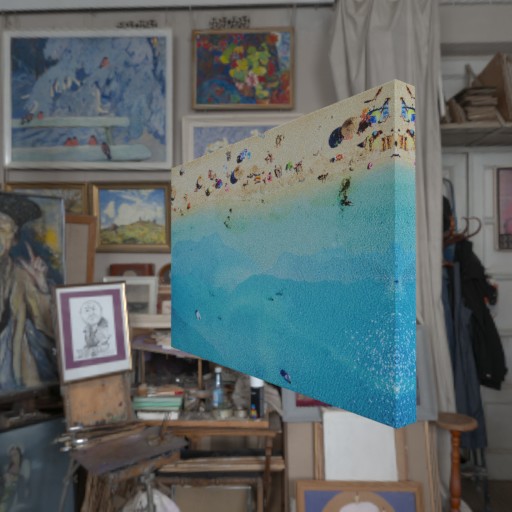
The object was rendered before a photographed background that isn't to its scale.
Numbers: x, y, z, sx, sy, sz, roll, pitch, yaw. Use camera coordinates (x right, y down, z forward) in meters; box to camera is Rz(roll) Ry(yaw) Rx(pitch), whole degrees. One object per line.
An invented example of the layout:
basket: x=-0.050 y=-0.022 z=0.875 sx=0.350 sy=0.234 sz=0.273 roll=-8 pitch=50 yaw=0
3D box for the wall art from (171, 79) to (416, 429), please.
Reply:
wall art: x=0.000 y=0.000 z=0.771 sx=0.039 sy=0.406 sz=0.609 roll=1 pitch=-1 yaw=-36
